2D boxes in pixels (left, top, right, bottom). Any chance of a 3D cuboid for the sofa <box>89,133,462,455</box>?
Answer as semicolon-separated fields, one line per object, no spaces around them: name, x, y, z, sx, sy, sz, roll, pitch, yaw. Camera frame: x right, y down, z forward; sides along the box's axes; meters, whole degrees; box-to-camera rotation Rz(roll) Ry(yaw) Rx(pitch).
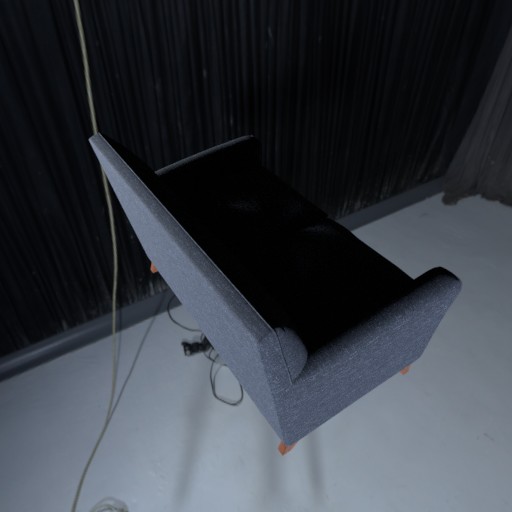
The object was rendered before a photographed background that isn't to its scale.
sofa;0.000;0.000;1.968;0.875;0.846;1.420;-23;46;-25
